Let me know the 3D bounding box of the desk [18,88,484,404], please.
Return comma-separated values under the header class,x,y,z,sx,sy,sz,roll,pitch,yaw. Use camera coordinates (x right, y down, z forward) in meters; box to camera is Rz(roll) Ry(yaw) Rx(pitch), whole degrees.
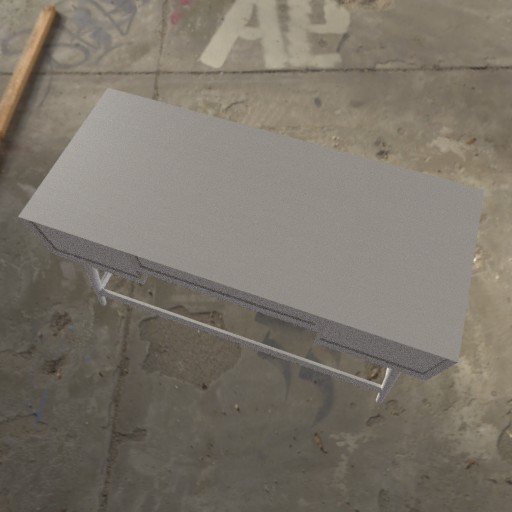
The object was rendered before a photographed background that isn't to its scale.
class,x,y,z,sx,sy,sz,roll,pitch,yaw
desk,0.000,0.000,1.703,1.313,0.762,0.589,18,65,9
